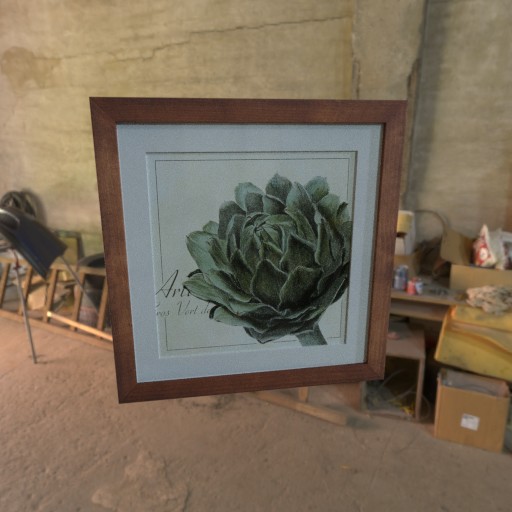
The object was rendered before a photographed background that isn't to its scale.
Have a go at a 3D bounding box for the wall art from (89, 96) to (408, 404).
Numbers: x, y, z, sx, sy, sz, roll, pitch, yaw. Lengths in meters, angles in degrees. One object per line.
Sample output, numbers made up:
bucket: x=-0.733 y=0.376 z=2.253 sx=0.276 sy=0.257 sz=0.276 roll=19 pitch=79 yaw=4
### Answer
wall art: x=0.000 y=0.000 z=0.856 sx=0.554 sy=0.572 sz=0.037 roll=-3 pitch=16 yaw=-9
